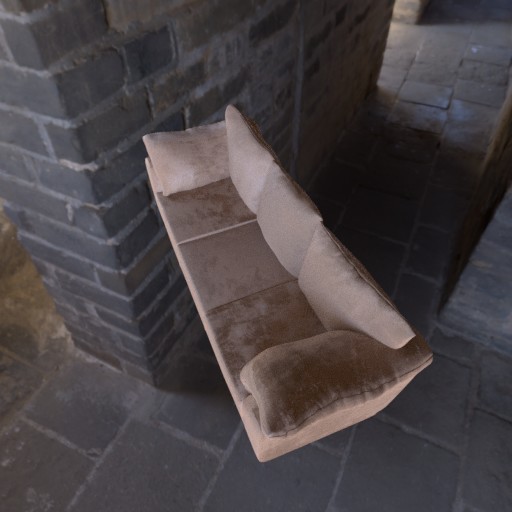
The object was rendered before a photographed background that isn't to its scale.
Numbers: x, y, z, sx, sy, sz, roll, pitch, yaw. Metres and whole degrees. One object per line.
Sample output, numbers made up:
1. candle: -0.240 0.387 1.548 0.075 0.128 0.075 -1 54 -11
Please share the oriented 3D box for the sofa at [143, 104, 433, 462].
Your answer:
1. sofa: 0.000 0.000 2.792 0.893 0.981 2.377 -17 49 -15
